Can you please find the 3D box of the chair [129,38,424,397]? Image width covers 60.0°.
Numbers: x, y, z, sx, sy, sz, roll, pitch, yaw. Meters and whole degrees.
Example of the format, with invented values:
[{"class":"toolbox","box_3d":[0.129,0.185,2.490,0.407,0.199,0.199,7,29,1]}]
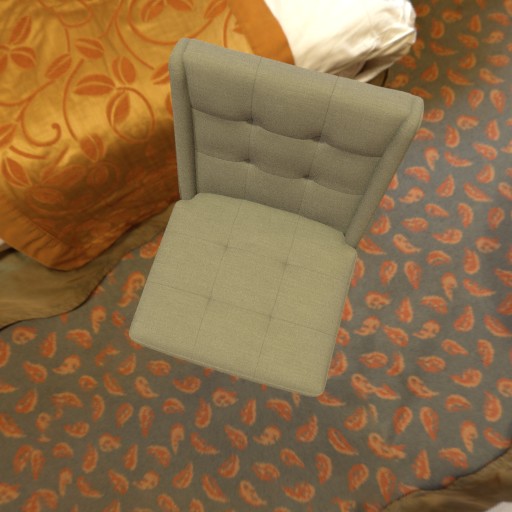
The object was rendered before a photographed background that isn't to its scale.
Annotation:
[{"class":"chair","box_3d":[0.000,0.000,1.276,0.569,0.853,0.676,16,76,4]}]
